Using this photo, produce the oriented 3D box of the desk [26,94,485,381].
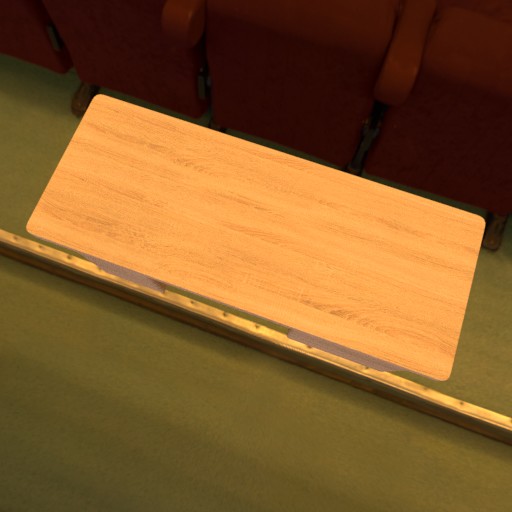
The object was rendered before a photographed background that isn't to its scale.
[{"bbox_3d":[0.000,0.000,1.801,1.400,0.760,0.550,19,75,5],"label":"desk"}]
